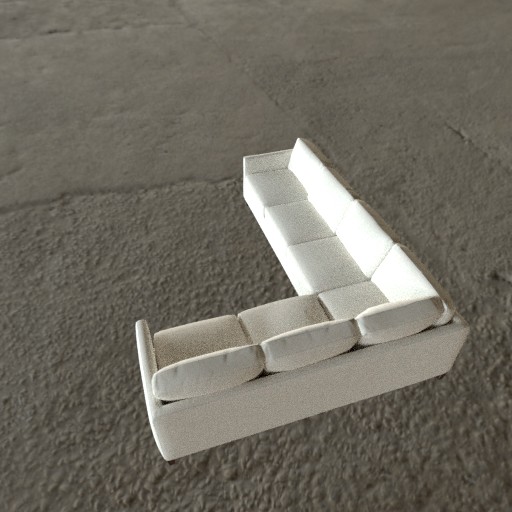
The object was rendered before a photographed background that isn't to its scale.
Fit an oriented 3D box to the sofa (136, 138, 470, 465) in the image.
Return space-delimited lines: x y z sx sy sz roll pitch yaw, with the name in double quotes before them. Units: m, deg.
"sofa" 0.000 0.000 4.554 2.593 0.947 3.302 -12 42 -14
